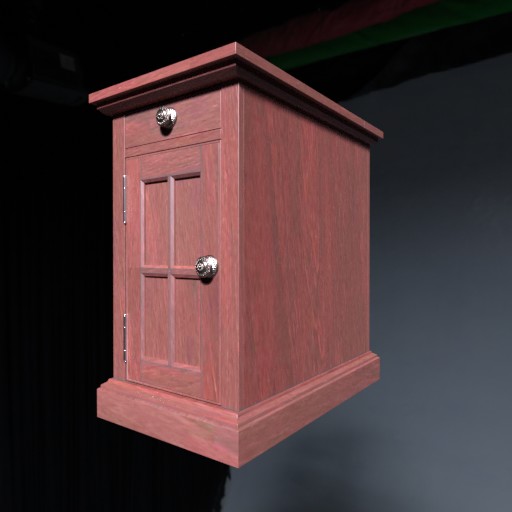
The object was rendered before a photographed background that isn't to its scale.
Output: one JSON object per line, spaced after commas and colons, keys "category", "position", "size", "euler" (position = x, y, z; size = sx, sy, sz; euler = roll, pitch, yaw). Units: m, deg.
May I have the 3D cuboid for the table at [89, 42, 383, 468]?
{"category": "table", "position": [0.000, 0.000, 0.971], "size": [0.356, 0.612, 0.584], "euler": [0, 1, 36]}
